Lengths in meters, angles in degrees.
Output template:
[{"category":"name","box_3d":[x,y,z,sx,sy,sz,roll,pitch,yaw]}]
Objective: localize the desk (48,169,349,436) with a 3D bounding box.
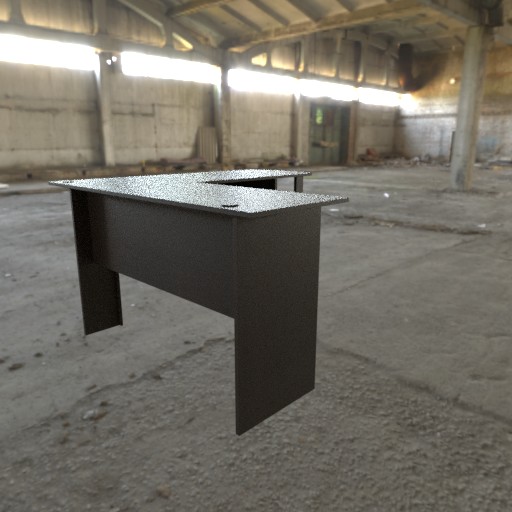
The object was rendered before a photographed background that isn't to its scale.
[{"category":"desk","box_3d":[0.000,0.000,2.125,1.303,0.716,1.361,14,20,43]}]
